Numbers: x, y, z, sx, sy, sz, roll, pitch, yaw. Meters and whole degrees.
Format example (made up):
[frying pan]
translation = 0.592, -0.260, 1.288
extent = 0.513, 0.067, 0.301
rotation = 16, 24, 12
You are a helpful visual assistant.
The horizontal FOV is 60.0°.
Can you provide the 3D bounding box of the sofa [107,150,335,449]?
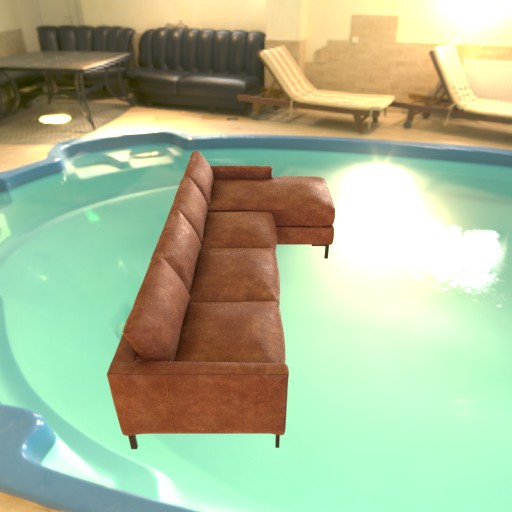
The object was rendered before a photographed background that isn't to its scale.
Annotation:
[sofa]
translation = 0.000, 0.000, 3.540
extent = 1.471, 0.859, 2.993
rotation = 0, 31, 0
